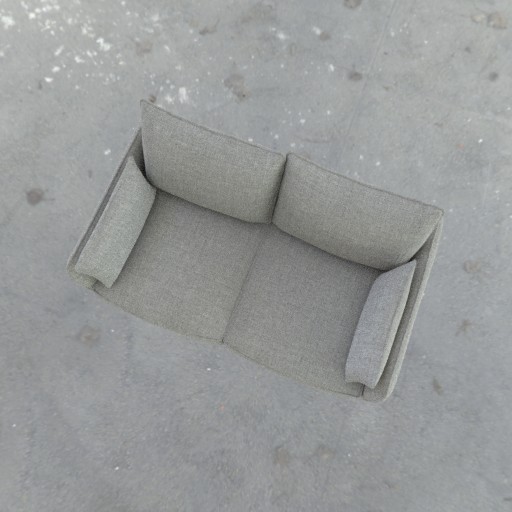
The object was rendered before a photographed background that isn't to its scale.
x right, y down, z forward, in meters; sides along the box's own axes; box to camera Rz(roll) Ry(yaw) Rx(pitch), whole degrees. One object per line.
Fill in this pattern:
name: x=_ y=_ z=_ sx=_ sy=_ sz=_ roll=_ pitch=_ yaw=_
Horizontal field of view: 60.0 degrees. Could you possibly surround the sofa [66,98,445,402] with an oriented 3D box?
sofa: x=0.000 y=0.000 z=2.178 sx=1.580 sy=0.851 sz=0.972 roll=21 pitch=76 yaw=6
